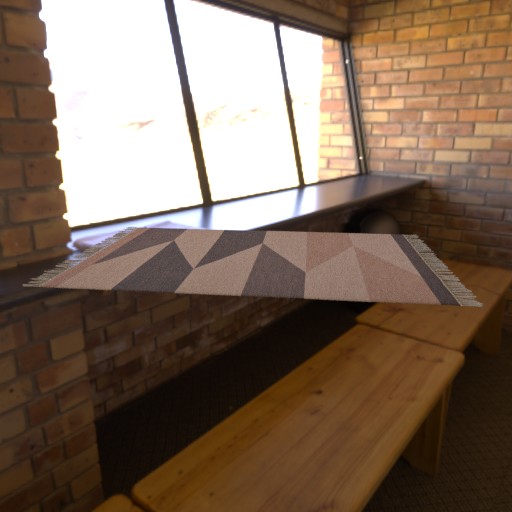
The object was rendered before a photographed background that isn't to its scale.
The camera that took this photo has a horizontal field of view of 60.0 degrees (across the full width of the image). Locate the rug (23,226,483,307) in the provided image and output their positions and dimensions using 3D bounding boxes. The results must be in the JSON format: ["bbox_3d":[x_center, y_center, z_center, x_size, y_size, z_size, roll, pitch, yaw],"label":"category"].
[{"bbox_3d":[0.000,0.000,2.483,2.021,0.027,1.224,2,16,7],"label":"rug"}]
